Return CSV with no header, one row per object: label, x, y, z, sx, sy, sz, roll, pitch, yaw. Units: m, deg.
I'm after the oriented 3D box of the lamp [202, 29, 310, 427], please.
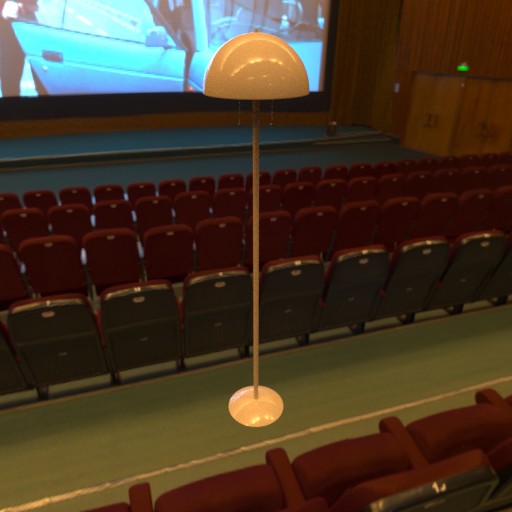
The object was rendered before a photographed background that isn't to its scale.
lamp,0.000,0.000,1.623,0.328,1.480,0.328,-9,28,-17
